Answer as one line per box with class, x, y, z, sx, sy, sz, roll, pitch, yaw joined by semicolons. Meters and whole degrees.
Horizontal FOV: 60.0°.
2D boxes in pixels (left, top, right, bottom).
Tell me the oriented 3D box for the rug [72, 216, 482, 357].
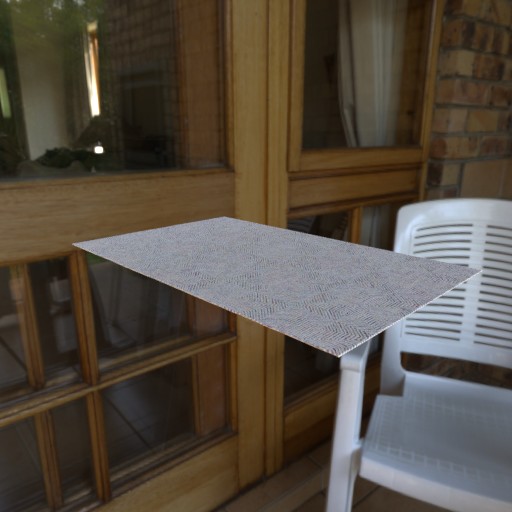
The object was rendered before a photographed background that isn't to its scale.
rug;0.000;0.000;3.040;1.519;0.007;2.428;-15;22;-43
